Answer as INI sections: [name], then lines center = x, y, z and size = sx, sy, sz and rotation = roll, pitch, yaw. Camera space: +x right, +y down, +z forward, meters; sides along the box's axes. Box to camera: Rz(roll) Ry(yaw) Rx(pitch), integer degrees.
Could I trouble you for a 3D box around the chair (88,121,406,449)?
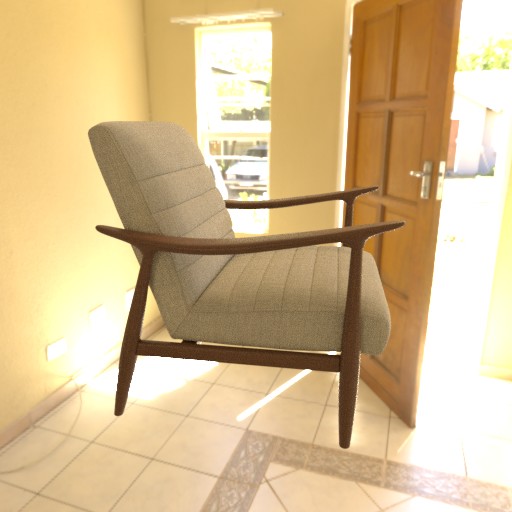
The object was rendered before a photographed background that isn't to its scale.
[chair]
center = 0.000, 0.000, 1.420
size = 0.798, 0.832, 0.741
rotation = 3, 16, 10
